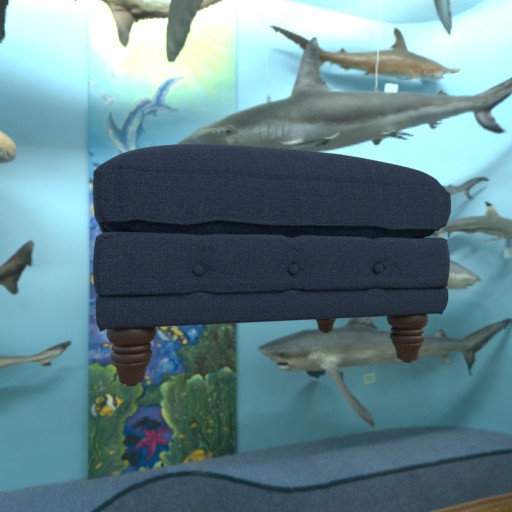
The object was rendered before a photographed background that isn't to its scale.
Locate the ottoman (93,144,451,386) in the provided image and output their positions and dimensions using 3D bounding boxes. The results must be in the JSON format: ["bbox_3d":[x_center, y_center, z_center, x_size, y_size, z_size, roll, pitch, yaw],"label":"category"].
[{"bbox_3d":[0.000,0.000,1.131,0.767,0.486,0.558,0,0,-18],"label":"ottoman"}]
